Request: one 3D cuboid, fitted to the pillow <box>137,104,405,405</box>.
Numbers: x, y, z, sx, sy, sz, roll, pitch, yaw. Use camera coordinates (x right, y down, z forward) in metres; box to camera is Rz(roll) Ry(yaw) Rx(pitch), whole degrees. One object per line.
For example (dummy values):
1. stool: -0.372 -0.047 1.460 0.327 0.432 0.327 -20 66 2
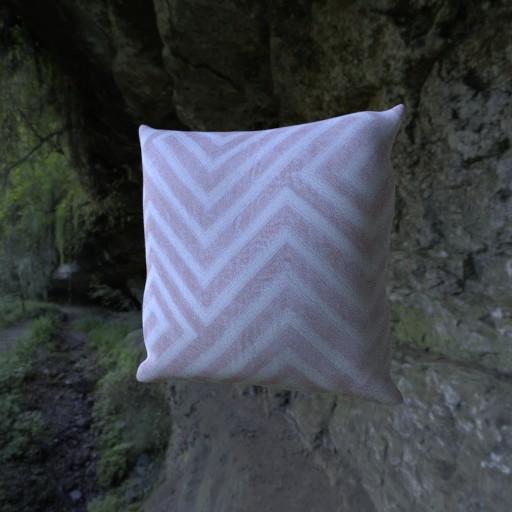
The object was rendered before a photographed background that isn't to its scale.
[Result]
1. pillow: 0.000 0.000 0.691 0.440 0.441 0.182 0 1 18
